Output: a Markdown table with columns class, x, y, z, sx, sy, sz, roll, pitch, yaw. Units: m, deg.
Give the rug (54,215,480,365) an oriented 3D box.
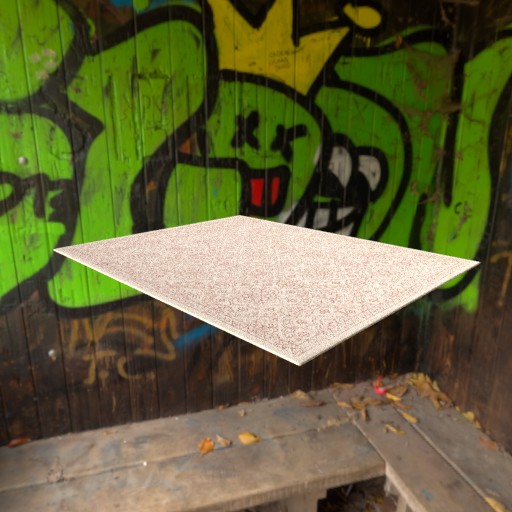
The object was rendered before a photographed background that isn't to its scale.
| class | x | y | z | sx | sy | sz | roll | pitch | yaw |
| --- | --- | --- | --- | --- | --- | --- | --- | --- | --- |
| rug | 0.000 | 0.000 | 4.035 | 3.050 | 0.015 | 2.441 | 15 | 22 | 43 |
